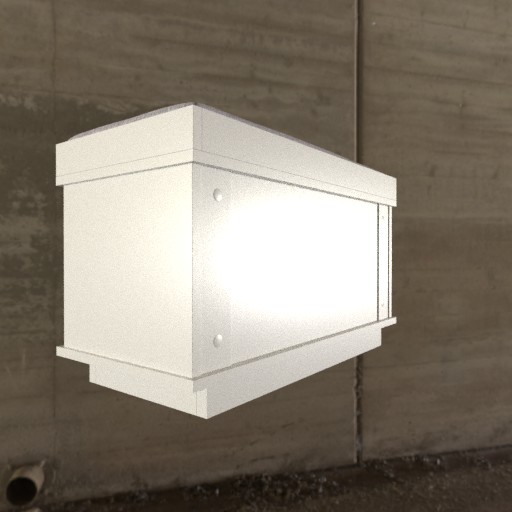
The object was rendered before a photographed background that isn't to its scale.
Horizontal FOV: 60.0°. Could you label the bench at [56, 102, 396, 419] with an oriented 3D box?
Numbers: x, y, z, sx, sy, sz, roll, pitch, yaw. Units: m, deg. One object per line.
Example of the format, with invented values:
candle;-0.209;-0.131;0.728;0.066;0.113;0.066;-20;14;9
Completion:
bench;0.000;0.000;0.983;0.362;0.461;0.734;0;1;38
